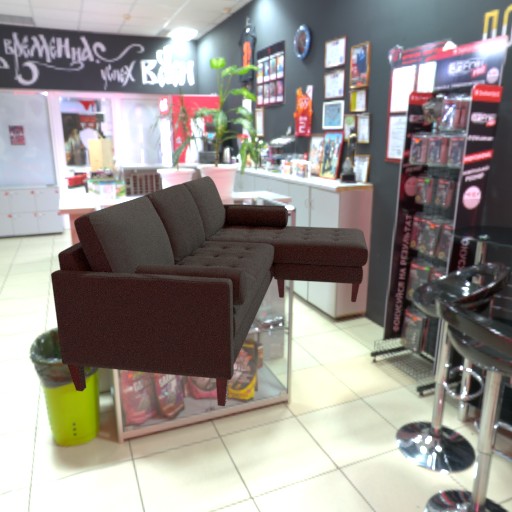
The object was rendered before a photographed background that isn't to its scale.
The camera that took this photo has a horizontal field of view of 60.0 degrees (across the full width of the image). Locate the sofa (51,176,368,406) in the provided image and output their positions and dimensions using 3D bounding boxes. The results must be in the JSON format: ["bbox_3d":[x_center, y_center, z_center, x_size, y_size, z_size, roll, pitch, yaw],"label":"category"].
[{"bbox_3d":[0.000,0.000,2.928,1.506,0.876,2.178,3,15,10],"label":"sofa"}]
